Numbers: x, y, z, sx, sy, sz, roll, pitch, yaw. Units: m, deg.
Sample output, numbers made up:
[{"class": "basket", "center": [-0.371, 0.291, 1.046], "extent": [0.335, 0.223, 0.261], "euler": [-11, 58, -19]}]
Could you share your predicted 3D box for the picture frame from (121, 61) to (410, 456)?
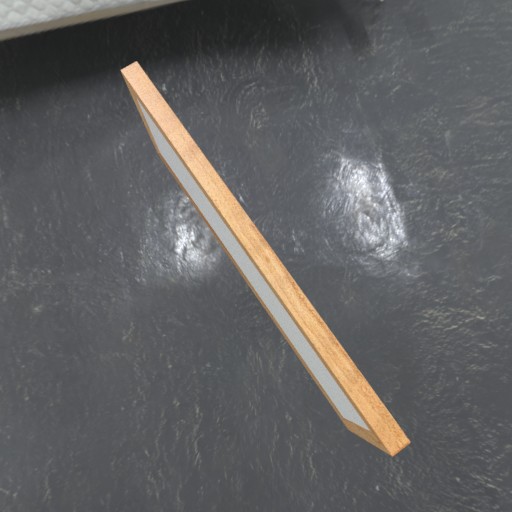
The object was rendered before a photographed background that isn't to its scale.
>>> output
[{"class": "picture frame", "center": [0.000, 0.000, 0.652], "extent": [0.045, 0.234, 0.582], "euler": [-33, 78, -8]}]
